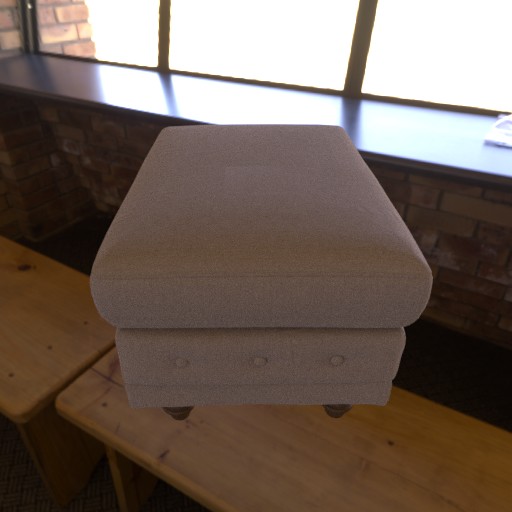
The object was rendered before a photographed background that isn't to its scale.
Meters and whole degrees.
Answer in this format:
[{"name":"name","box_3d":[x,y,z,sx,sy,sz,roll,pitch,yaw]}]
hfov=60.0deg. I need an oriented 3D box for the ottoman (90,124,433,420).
[{"name":"ottoman","box_3d":[0.000,0.000,1.124,0.569,0.500,0.771,-1,33,-1]}]
